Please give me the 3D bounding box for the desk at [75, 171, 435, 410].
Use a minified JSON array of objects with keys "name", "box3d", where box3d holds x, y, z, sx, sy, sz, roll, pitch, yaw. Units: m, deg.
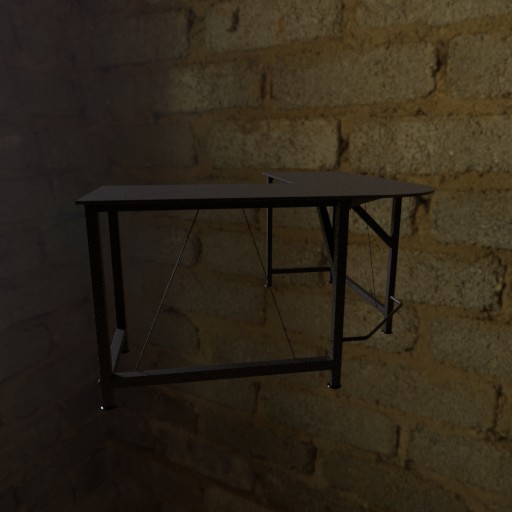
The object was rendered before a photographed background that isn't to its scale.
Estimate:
[{"name":"desk","box3d":[0.000,0.000,2.276,1.400,0.762,1.400,-2,14,-9]}]
